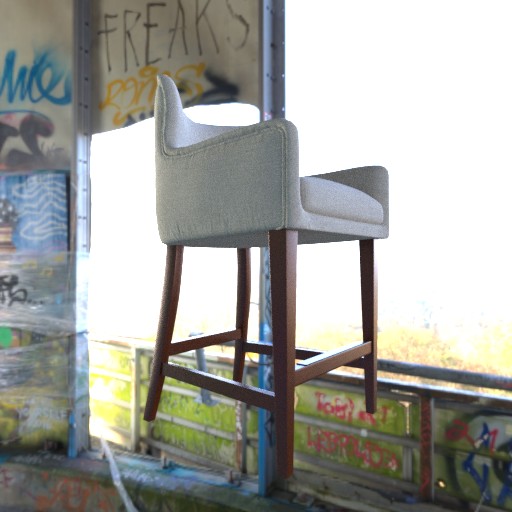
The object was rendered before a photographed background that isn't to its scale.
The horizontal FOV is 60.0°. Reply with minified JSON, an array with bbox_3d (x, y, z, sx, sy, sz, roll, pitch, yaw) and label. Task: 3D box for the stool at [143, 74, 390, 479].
[{"bbox_3d":[0.000,0.000,1.360,0.637,0.987,0.615,0,-1,36],"label":"stool"}]
